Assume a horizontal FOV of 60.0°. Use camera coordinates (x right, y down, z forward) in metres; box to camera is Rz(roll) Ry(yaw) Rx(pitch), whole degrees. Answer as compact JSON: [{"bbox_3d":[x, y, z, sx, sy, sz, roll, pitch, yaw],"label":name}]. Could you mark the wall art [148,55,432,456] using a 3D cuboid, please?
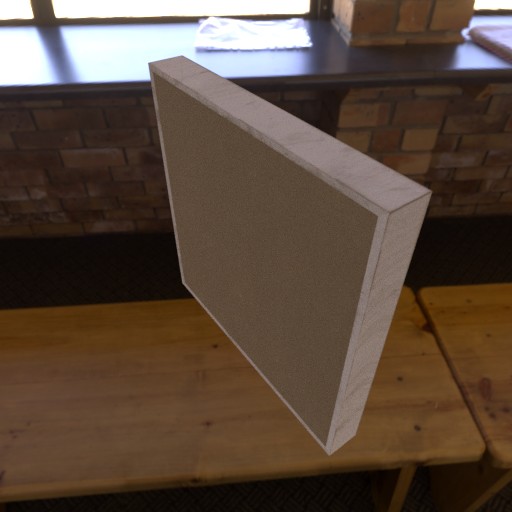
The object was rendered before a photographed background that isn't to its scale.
[{"bbox_3d":[0.000,0.000,0.448,0.038,0.303,0.305,-26,48,-26],"label":"wall art"}]
